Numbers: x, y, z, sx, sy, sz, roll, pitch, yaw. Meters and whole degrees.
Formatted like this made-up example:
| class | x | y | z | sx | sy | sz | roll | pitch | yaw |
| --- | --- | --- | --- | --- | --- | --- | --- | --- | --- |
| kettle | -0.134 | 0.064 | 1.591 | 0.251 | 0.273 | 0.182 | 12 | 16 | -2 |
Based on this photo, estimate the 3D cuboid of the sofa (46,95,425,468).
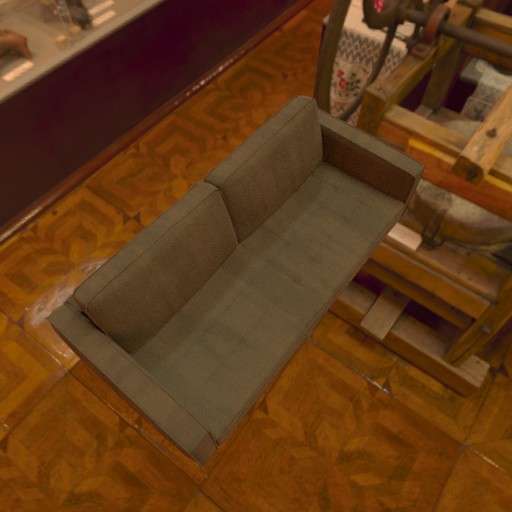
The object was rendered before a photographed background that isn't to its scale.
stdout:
| class | x | y | z | sx | sy | sz | roll | pitch | yaw |
| --- | --- | --- | --- | --- | --- | --- | --- | --- | --- |
| sofa | 0.000 | 0.000 | 2.376 | 0.924 | 0.825 | 1.920 | 34 | 64 | 19 |
